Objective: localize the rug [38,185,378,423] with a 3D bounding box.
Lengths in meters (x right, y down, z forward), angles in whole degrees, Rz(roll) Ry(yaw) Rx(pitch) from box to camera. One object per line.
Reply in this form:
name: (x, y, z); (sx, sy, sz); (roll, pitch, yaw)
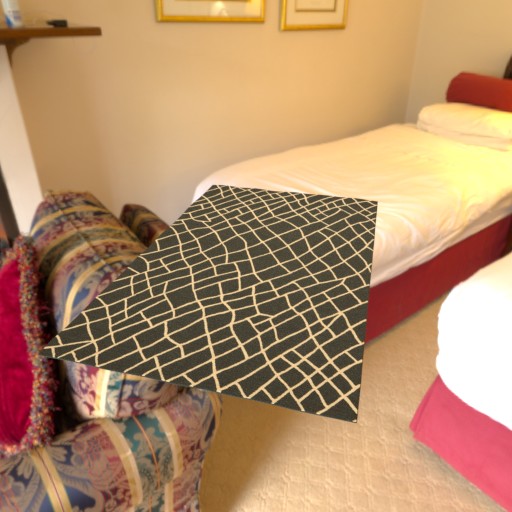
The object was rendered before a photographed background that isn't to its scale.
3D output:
rug: (0.000, 0.000, 3.007); (1.529, 0.017, 2.448); (8, 30, 13)
